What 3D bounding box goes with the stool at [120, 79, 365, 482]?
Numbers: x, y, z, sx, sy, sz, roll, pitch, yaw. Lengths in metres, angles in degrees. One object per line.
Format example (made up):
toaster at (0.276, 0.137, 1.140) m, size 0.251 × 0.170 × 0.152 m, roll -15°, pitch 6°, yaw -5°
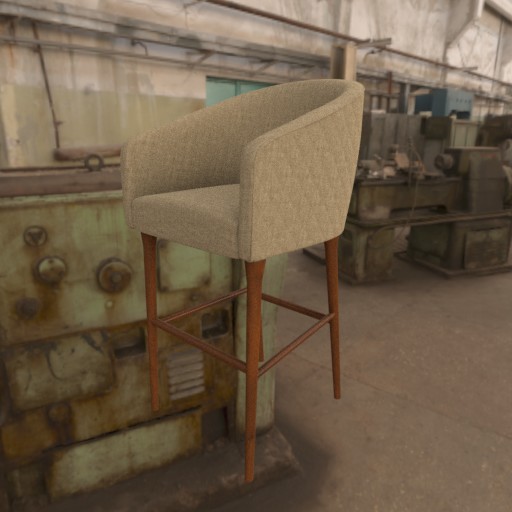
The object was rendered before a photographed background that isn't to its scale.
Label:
stool at (0.000, 0.000, 1.402) m, size 0.559 × 1.078 × 0.607 m, roll 15°, pitch 22°, yaw 42°
